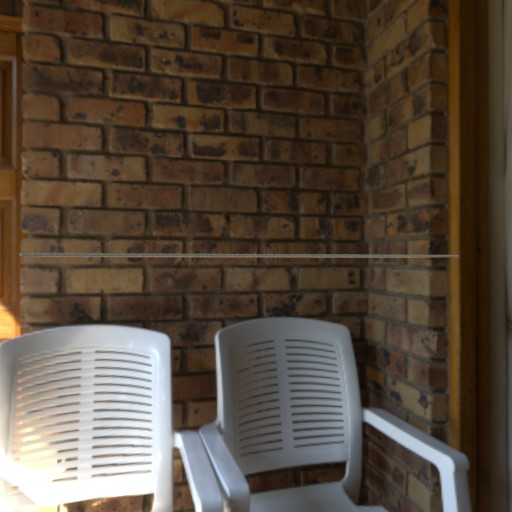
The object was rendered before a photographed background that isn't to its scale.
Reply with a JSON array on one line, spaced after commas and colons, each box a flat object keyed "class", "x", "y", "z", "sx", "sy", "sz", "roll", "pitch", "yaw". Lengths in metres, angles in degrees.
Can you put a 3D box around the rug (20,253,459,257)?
[{"class": "rug", "x": 0.000, "y": 0.000, "z": 2.517, "sx": 2.297, "sy": 0.013, "sz": 0.661, "roll": 0, "pitch": 0, "yaw": -20}]
